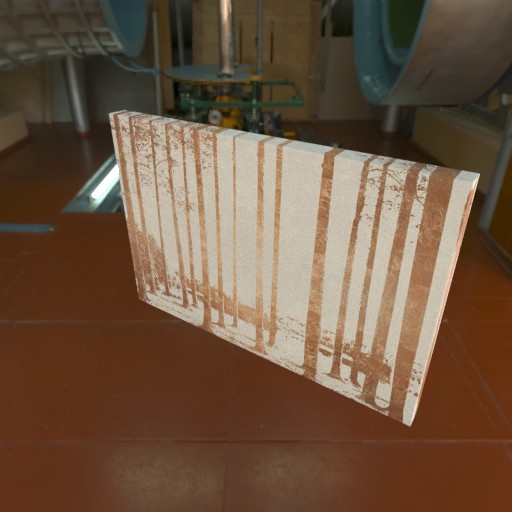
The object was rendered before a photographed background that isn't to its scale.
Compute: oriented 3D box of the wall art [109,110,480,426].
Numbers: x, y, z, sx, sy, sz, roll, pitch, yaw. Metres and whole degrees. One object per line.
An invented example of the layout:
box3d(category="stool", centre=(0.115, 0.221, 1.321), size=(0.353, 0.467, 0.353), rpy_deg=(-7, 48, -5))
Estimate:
box3d(category="wall art", centre=(0.000, 0.000, 0.755), size=(0.609, 0.405, 0.035), rpy_deg=(19, 35, 29))
